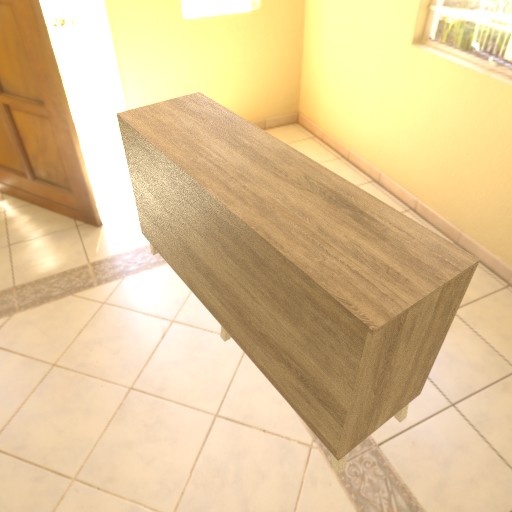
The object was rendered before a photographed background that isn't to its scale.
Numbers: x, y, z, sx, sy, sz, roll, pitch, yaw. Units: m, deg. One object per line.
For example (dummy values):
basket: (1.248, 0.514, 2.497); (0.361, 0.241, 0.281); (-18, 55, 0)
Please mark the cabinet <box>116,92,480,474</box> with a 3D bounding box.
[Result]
cabinet: (0.000, 0.000, 1.964); (0.450, 0.870, 1.600); (-26, 47, -26)
